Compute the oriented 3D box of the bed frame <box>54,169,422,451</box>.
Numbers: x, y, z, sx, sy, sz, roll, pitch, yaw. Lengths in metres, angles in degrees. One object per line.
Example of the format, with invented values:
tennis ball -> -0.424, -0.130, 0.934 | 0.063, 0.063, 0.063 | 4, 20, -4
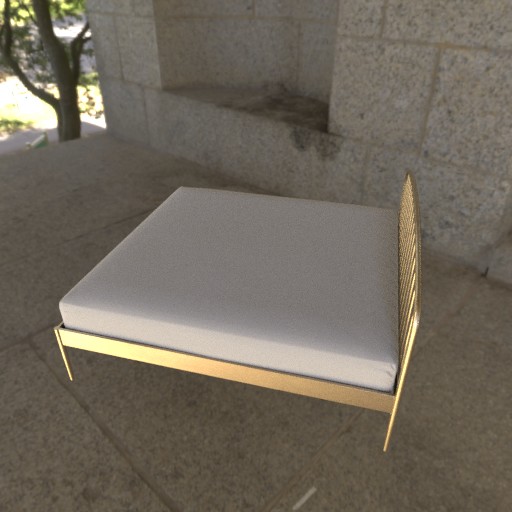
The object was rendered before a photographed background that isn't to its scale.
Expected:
bed frame -> 0.000, 0.000, 3.362 | 2.152, 1.174, 2.016 | 8, 33, 13
